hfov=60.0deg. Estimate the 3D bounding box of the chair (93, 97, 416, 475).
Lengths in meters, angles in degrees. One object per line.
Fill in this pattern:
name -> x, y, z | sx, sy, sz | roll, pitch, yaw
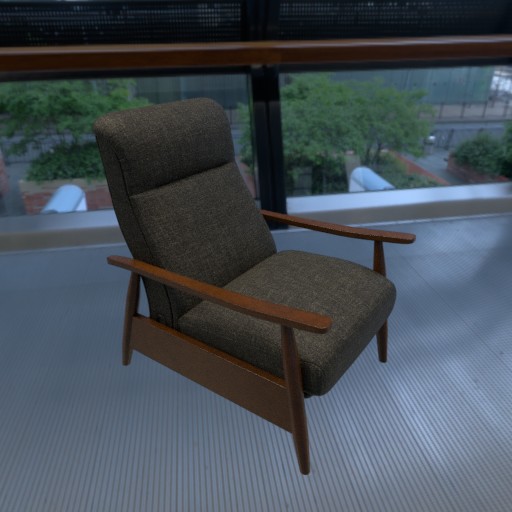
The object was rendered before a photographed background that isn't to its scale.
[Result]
chair -> 0.000, 0.000, 1.766 | 1.014, 1.082, 0.762 | 18, 32, 32
